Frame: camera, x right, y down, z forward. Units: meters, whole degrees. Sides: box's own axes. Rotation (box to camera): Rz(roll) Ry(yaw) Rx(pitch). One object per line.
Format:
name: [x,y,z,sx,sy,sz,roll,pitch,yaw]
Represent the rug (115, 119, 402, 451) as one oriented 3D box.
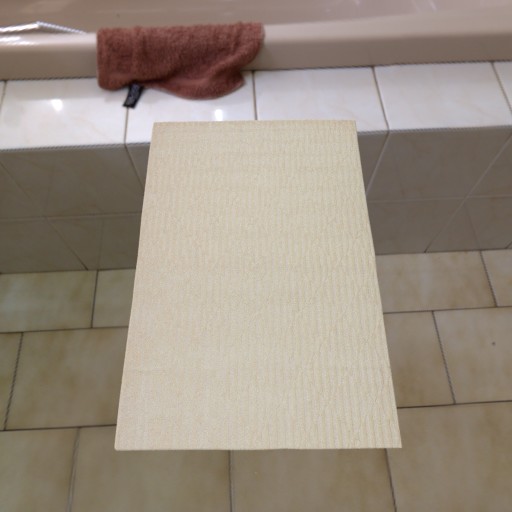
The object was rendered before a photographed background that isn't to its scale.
rug: [0.000,0.000,2.300,1.238,0.014,1.848,-1,64,0]
